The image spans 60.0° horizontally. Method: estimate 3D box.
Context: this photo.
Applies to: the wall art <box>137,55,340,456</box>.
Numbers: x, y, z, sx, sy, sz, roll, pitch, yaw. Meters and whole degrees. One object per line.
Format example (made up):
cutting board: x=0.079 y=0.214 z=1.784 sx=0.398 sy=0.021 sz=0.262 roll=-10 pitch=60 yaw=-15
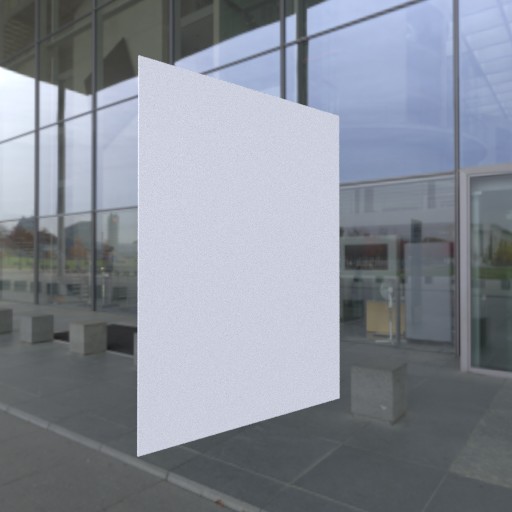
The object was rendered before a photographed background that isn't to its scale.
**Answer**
wall art: x=0.000 y=0.000 z=0.816 sx=0.457 sy=0.610 sz=0.003 roll=0 pitch=-1 yaw=-38
